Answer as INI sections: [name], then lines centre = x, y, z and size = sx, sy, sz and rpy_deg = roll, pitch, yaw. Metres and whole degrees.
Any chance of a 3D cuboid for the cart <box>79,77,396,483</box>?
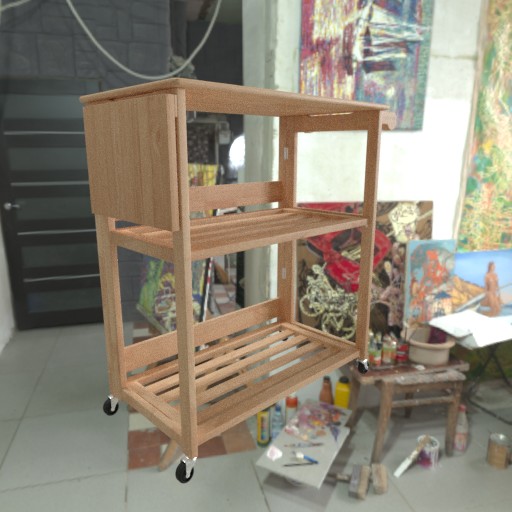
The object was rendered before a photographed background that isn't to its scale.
[cart]
centre = 0.000, 0.000, 1.332
size = 0.853, 0.879, 0.432
rpy_deg = -13, 18, -42
